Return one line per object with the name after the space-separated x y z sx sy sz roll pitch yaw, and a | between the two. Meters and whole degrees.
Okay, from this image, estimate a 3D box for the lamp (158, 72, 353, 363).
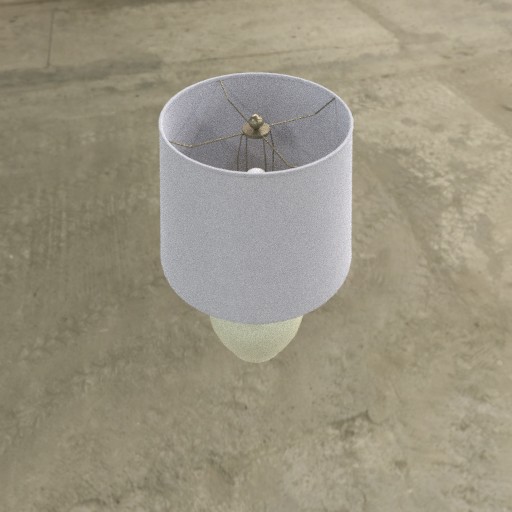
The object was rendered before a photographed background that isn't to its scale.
0.000 0.000 0.577 0.239 0.399 0.239 0 47 0 | lamp
